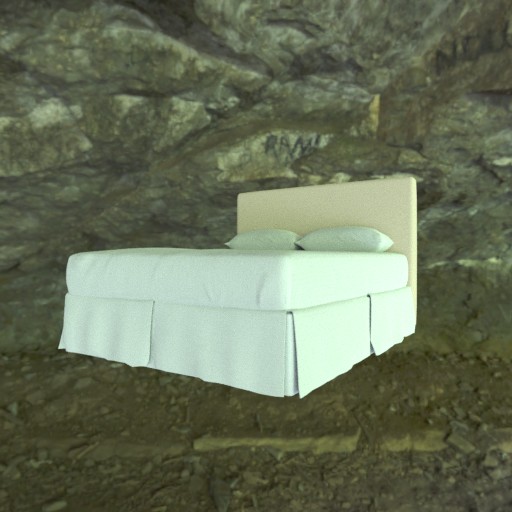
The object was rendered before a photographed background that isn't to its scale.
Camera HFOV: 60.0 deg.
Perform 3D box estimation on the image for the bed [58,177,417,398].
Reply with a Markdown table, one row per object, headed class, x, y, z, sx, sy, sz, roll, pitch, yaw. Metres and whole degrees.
| class | x | y | z | sx | sy | sz | roll | pitch | yaw |
| --- | --- | --- | --- | --- | --- | --- | --- | --- | --- |
| bed | 0.000 | 0.000 | 3.350 | 1.884 | 1.330 | 2.142 | 0 | 0 | 34 |
